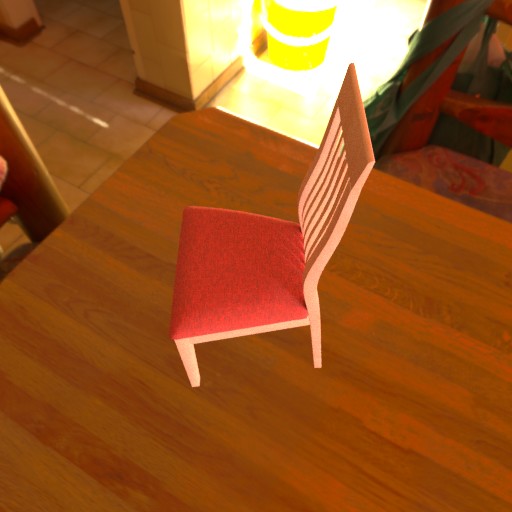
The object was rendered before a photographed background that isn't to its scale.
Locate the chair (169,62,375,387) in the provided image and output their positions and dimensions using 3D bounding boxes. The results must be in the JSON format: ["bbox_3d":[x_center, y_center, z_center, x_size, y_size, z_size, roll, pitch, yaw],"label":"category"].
[{"bbox_3d":[0.000,0.000,1.268,0.474,1.027,0.460,0,57,0],"label":"chair"}]
